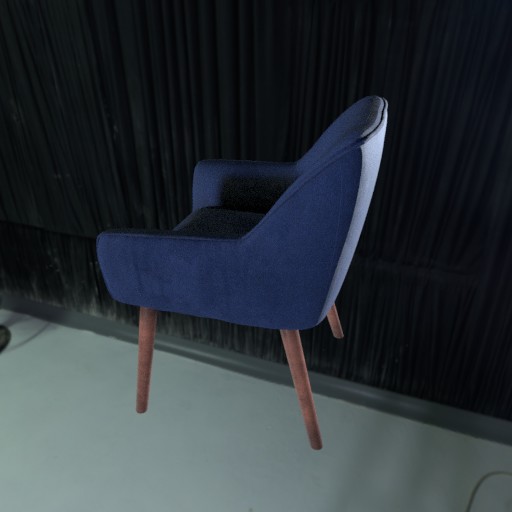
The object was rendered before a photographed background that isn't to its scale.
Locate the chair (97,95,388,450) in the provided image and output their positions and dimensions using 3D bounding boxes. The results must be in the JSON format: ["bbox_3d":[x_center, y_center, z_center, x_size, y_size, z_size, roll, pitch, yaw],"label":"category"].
[{"bbox_3d":[0.000,0.000,1.234,0.600,0.820,0.600,8,30,14],"label":"chair"}]
